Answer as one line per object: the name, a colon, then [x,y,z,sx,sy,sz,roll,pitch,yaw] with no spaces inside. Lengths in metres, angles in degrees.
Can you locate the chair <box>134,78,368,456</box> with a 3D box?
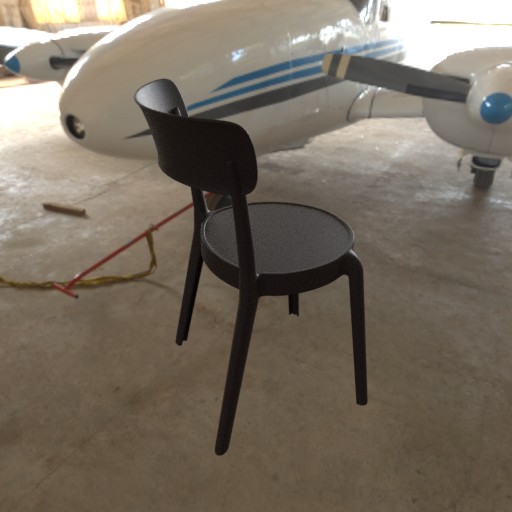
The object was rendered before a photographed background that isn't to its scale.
chair: [0.000,0.000,1.113,0.491,0.790,0.506,-11,32,-19]
